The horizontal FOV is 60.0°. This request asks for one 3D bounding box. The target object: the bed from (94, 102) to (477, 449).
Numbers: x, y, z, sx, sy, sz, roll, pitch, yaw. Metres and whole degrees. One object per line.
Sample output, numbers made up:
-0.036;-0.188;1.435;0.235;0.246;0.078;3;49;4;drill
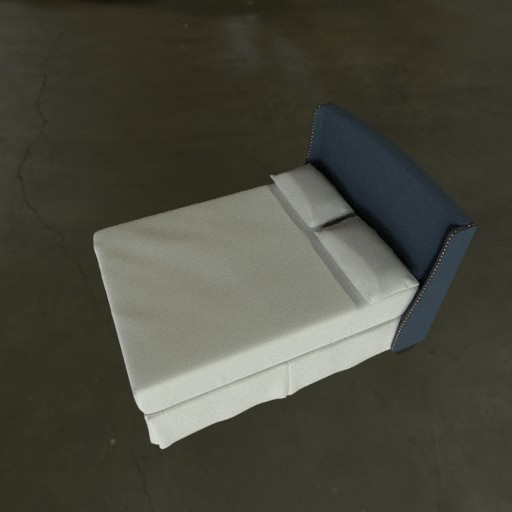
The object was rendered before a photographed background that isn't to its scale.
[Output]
0.000;0.000;3.349;2.237;1.407;1.710;-17;48;-16;bed
